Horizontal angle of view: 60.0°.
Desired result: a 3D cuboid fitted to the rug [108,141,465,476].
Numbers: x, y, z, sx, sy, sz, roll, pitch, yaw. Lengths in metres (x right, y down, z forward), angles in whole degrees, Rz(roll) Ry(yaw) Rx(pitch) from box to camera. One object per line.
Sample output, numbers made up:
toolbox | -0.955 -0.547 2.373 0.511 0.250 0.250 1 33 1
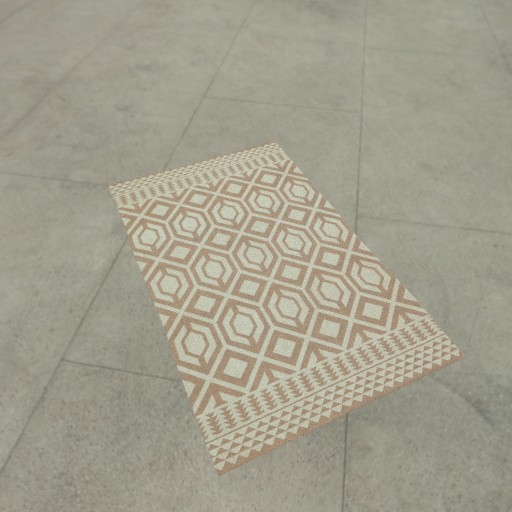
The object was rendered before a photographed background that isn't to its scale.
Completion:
rug | 0.000 0.000 3.068 1.526 0.011 2.435 -19 50 -17
